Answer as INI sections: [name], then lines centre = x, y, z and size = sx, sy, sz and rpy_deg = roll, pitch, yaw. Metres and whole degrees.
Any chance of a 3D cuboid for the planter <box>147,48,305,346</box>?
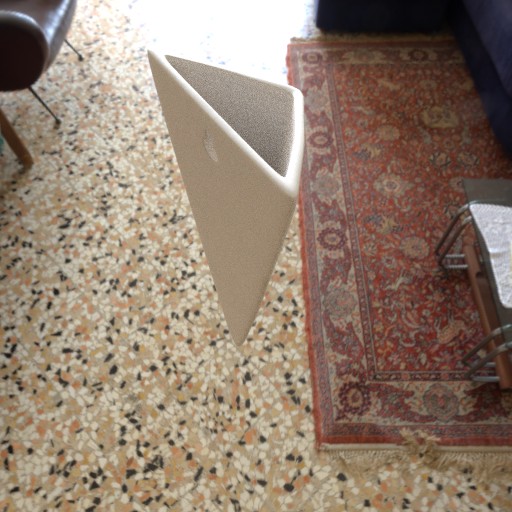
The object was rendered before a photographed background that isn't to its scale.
[planter]
centre = 0.000, 0.000, 0.385
size = 0.065, 0.338, 0.143
rpy_deg = -31, 63, -18
